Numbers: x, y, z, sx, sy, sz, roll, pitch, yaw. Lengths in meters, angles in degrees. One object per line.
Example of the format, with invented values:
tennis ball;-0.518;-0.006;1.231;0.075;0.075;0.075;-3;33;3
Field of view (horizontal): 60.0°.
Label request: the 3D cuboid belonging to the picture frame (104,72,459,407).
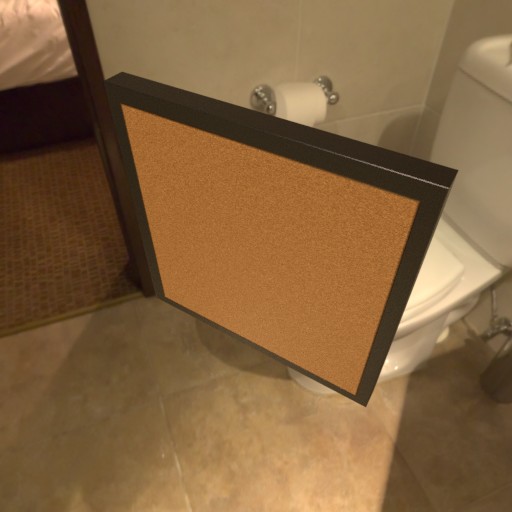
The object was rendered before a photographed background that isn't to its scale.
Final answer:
picture frame;0.000;0.000;0.529;0.355;0.353;0.029;23;50;22
